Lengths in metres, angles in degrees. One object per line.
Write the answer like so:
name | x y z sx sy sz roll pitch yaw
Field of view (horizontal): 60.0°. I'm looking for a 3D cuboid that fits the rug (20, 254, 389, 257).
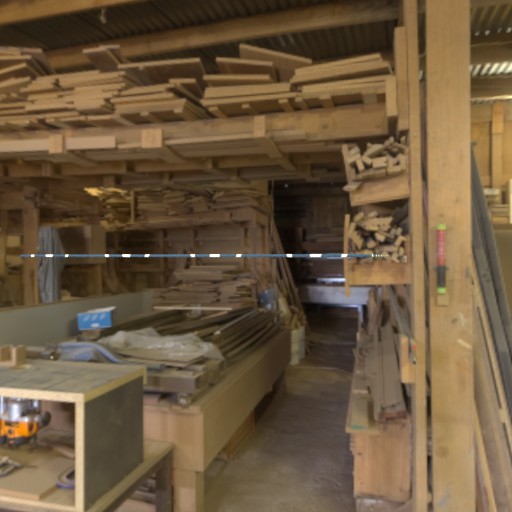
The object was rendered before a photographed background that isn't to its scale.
rug | 0.000 0.000 2.750 1.524 0.010 2.134 0 0 18
